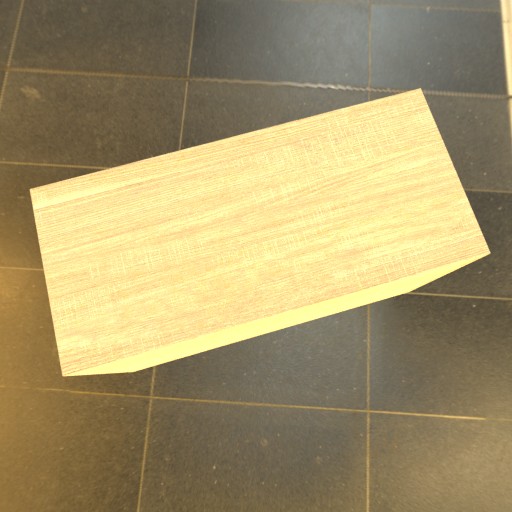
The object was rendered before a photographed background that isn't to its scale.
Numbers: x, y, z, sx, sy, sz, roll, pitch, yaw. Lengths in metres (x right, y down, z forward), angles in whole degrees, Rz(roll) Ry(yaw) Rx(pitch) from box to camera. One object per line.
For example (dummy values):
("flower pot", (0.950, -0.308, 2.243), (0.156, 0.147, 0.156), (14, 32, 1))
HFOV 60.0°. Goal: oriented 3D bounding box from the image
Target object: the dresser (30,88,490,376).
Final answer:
("dresser", (0.000, 0.000, 1.537), (1.110, 0.780, 0.500), (-16, 77, -4))
